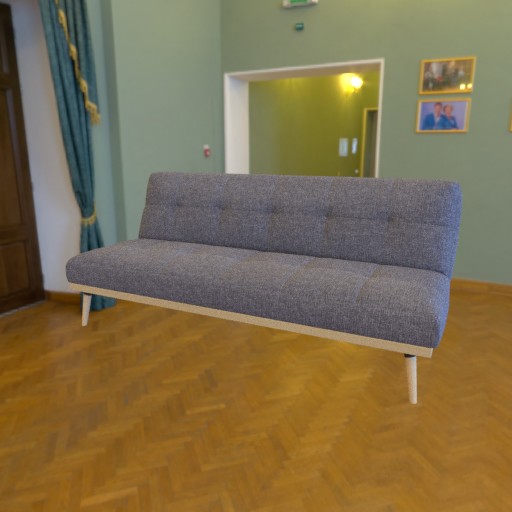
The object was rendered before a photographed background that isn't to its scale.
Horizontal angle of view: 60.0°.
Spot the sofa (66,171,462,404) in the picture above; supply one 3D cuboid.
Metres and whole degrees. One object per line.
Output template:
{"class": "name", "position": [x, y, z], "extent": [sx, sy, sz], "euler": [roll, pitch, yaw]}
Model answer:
{"class": "sofa", "position": [0.000, 0.000, 2.235], "extent": [1.820, 0.770, 0.820], "euler": [7, 15, 25]}
